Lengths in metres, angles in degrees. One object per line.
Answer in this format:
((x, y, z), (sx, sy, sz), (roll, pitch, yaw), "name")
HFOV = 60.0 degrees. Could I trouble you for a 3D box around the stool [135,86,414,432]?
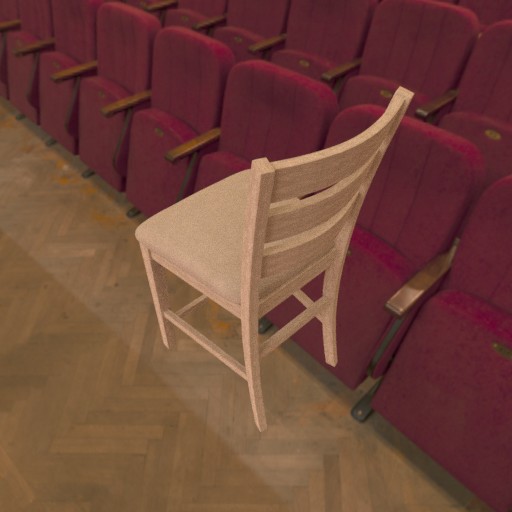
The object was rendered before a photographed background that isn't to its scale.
((0.000, 0.000, 1.314), (0.484, 1.032, 0.569), (-33, 53, -29), "stool")
